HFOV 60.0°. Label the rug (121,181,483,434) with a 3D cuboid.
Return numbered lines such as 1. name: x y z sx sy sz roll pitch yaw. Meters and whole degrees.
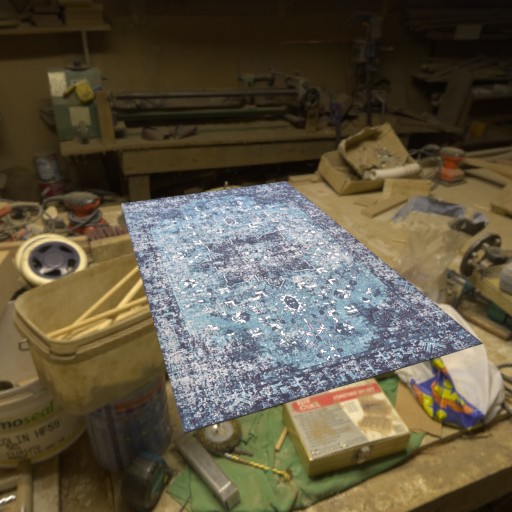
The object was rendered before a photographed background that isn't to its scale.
1. rug: 0.000 0.000 2.981 1.525 0.007 2.440 -11 32 -18
